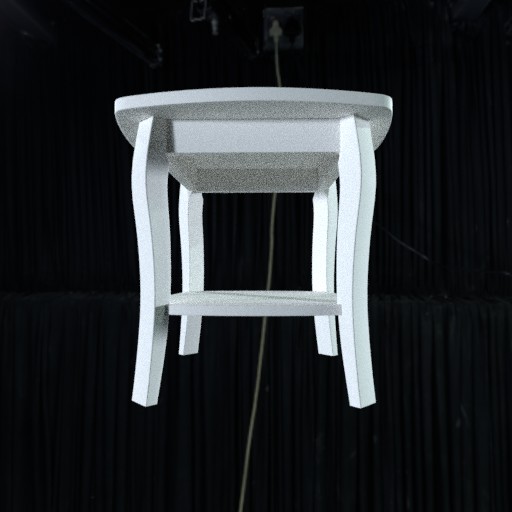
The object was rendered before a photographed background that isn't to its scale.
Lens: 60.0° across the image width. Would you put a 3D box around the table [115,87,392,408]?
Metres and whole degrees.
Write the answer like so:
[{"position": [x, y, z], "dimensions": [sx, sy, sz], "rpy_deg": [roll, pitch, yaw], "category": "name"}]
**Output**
[{"position": [0.000, 0.000, 0.834], "dimensions": [0.451, 0.438, 0.502], "rpy_deg": [0, -1, 1], "category": "table"}]
